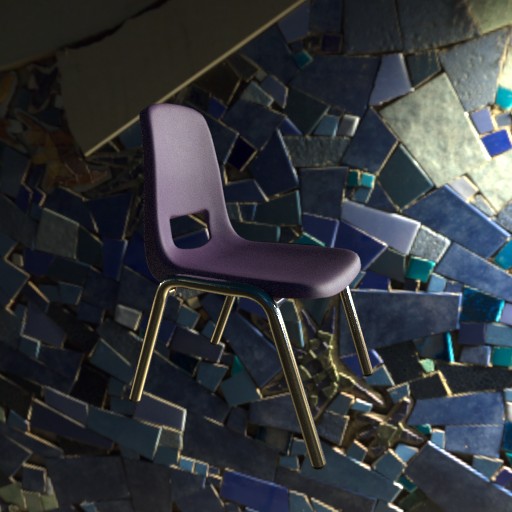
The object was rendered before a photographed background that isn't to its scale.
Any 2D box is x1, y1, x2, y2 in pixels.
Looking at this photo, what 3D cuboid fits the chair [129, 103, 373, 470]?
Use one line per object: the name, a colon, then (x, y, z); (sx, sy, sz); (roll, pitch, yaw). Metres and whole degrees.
chair: (0.000, 0.000, 0.874); (0.419, 0.584, 0.356); (7, 15, 26)
